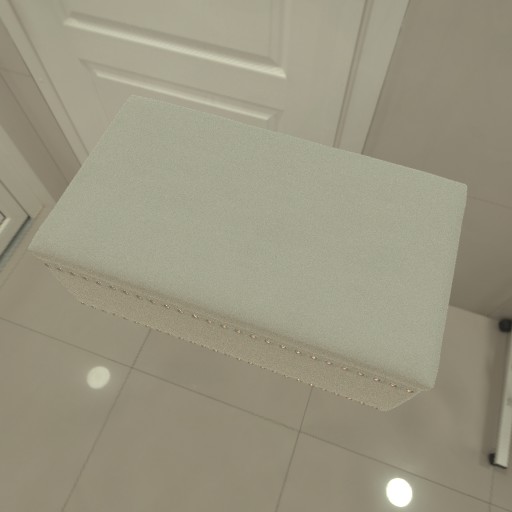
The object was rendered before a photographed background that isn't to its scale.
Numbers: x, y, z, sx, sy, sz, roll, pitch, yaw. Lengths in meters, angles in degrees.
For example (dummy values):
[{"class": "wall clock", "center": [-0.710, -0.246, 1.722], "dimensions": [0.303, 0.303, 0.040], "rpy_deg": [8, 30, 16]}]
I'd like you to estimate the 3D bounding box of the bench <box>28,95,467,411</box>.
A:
[{"class": "bench", "center": [0.000, 0.000, 1.173], "dimensions": [0.887, 0.449, 0.500], "rpy_deg": [18, 64, 9]}]
